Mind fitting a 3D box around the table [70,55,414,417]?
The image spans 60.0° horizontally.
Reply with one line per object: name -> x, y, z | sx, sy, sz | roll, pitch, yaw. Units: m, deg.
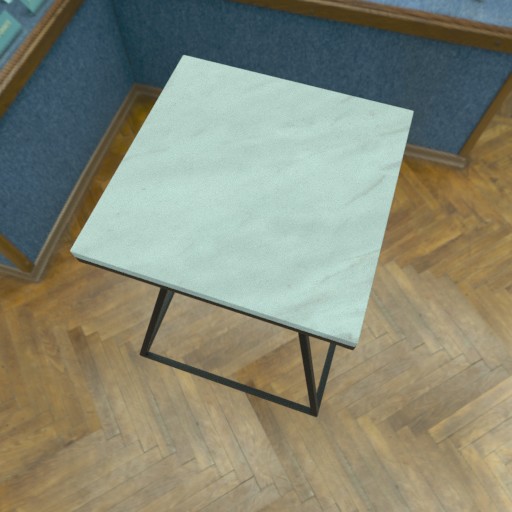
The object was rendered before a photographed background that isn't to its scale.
table -> 0.000, 0.000, 0.916 | 0.455, 0.559, 0.455 | 17, 66, 8
